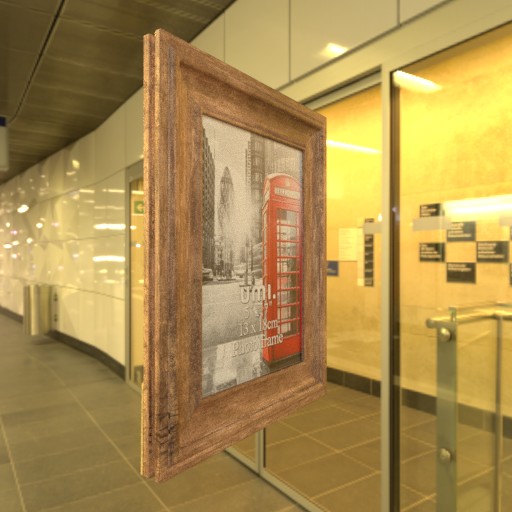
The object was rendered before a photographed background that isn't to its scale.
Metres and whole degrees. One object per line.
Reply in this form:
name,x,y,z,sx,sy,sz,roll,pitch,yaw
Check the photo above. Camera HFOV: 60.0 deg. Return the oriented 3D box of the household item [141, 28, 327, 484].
household item,0.000,0.000,0.309,0.018,0.237,0.186,0,0,36
